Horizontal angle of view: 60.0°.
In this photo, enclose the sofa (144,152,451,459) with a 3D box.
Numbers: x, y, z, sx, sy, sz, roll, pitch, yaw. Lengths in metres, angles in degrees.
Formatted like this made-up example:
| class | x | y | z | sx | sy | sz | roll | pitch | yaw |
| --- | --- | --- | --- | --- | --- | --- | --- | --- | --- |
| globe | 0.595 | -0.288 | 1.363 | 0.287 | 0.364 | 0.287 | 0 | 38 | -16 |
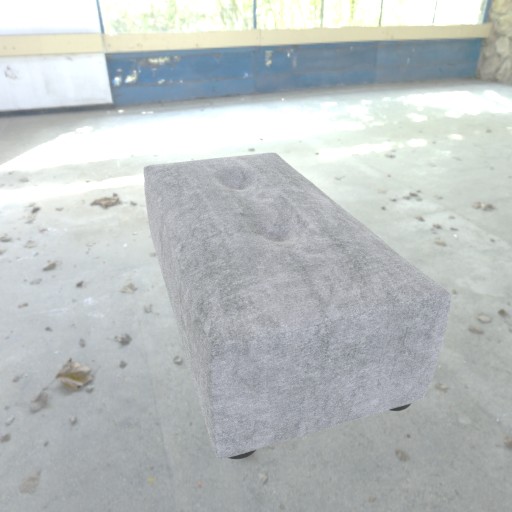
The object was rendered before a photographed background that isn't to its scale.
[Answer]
| class | x | y | z | sx | sy | sz | roll | pitch | yaw |
| --- | --- | --- | --- | --- | --- | --- | --- | --- | --- |
| sofa | 0.000 | 0.000 | 1.182 | 0.480 | 0.330 | 0.930 | -10 | 32 | -16 |
